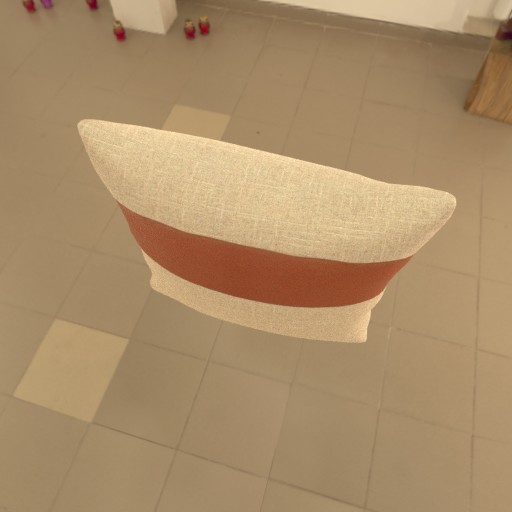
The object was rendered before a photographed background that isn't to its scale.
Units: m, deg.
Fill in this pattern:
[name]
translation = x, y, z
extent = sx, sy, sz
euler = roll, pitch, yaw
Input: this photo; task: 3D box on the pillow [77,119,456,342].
[pillow]
translation = 0.000, 0.000, 0.635
extent = 0.414, 0.399, 0.173
euler = 14, 60, 8
